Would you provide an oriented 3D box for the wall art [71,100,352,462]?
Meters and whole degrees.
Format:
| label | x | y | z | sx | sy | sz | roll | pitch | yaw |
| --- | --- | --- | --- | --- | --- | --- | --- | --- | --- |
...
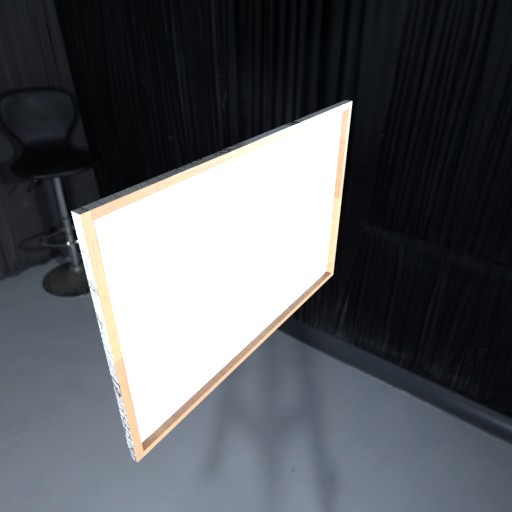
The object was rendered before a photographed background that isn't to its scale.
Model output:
| label | x | y | z | sx | sy | sz | roll | pitch | yaw |
| --- | --- | --- | --- | --- | --- | --- | --- | --- | --- |
| wall art | 0.000 | 0.000 | 1.135 | 0.023 | 0.607 | 0.914 | 21 | 38 | 30 |
